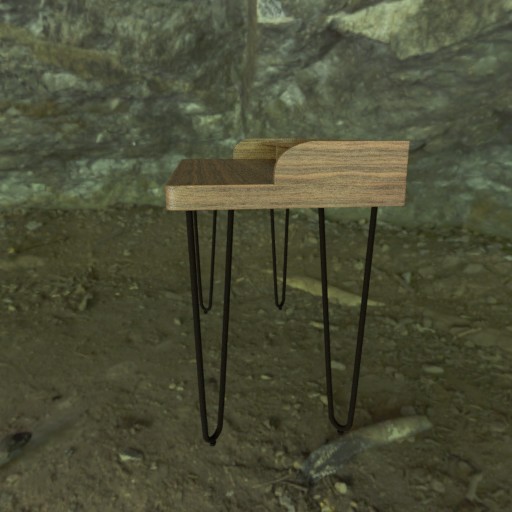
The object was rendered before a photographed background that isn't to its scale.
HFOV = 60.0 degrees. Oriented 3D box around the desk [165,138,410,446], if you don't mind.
[{"bbox_3d":[0.000,0.000,1.677,0.565,0.854,1.200,-2,15,-7],"label":"desk"}]
